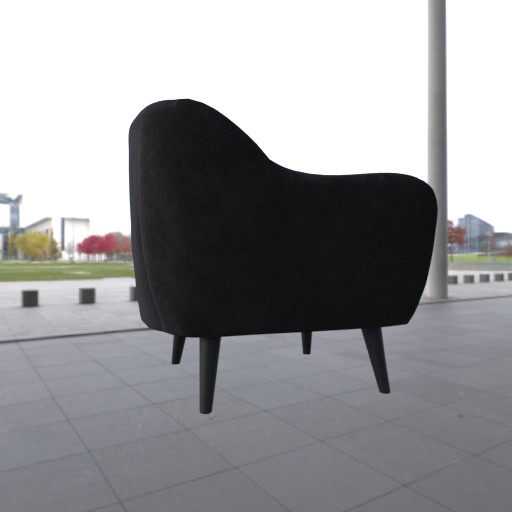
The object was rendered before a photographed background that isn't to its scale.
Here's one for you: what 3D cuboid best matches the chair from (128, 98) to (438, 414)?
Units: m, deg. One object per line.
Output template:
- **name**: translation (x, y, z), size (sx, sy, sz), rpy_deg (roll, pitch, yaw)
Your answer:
- **chair**: translation (0.000, 0.000, 1.477), size (0.819, 0.807, 0.840), rpy_deg (0, 0, -18)
